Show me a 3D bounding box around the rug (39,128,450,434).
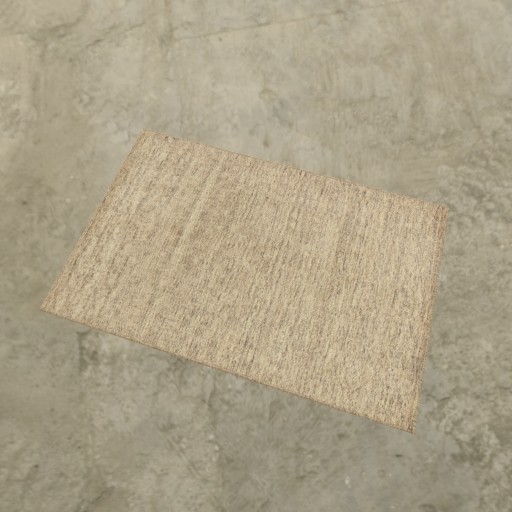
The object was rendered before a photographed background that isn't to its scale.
[{"bbox_3d":[0.000,0.000,2.284,1.822,0.018,1.211,16,65,8],"label":"rug"}]
